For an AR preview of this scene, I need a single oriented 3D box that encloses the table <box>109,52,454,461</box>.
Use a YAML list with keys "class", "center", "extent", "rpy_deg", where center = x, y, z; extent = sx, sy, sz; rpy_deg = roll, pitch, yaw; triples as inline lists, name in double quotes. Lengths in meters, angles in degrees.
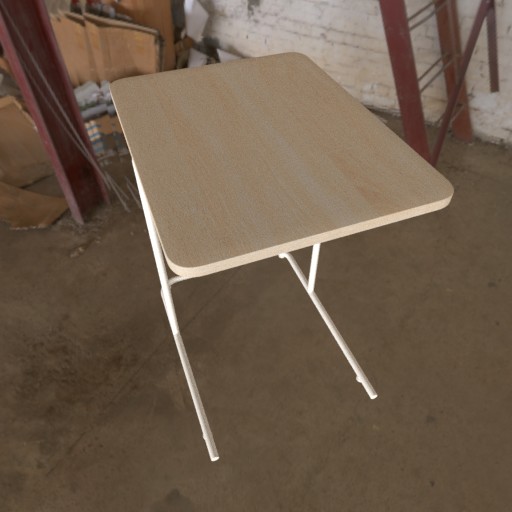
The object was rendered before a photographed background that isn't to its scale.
- class: "table"
  center: [0.000, 0.000, 0.858]
  extent: [0.370, 0.550, 0.480]
  rpy_deg: [-16, 48, -14]
